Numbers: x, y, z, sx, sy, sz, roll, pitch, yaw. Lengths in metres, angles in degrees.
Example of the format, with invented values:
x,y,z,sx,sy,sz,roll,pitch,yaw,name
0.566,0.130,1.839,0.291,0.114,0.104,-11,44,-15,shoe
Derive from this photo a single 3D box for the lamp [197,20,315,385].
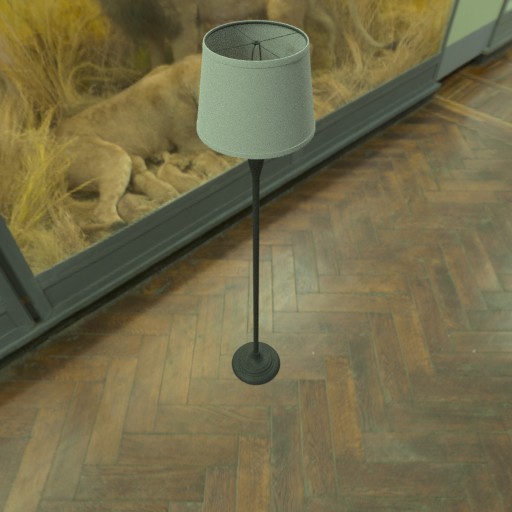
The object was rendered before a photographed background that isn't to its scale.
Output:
x,y,z,sx,sy,sz,roll,pitch,yaw,name
0.000,0.000,1.606,0.327,1.506,0.327,11,48,10,lamp
